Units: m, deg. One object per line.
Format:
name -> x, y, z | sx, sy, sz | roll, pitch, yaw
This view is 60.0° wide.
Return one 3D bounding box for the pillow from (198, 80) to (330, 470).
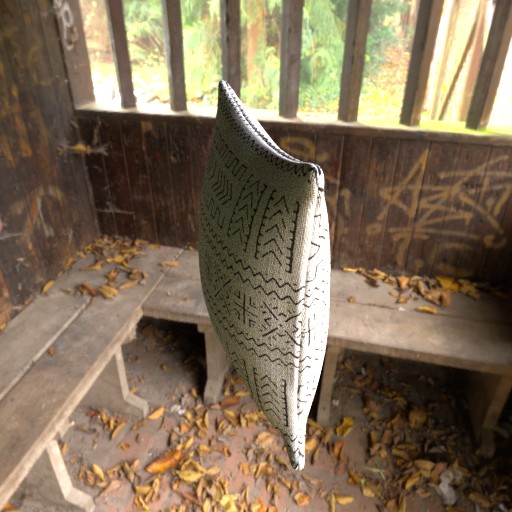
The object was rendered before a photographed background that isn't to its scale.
pillow -> 0.000, 0.000, 0.663 | 0.164, 0.430, 0.438 | -8, 32, -13
